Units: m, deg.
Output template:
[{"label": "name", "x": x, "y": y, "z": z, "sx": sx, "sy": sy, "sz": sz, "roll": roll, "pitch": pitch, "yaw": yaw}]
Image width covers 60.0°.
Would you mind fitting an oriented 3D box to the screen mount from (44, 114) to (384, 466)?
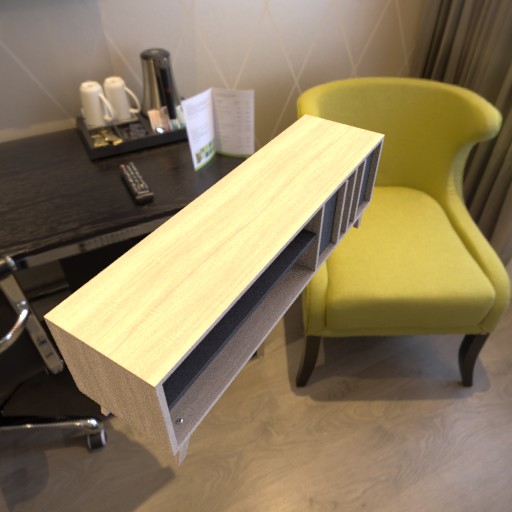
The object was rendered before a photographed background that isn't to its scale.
[{"label": "screen mount", "x": 0.000, "y": 0.000, "z": 1.747, "sx": 0.401, "sy": 0.509, "sz": 1.500, "roll": 23, "pitch": 47, "yaw": 24}]
